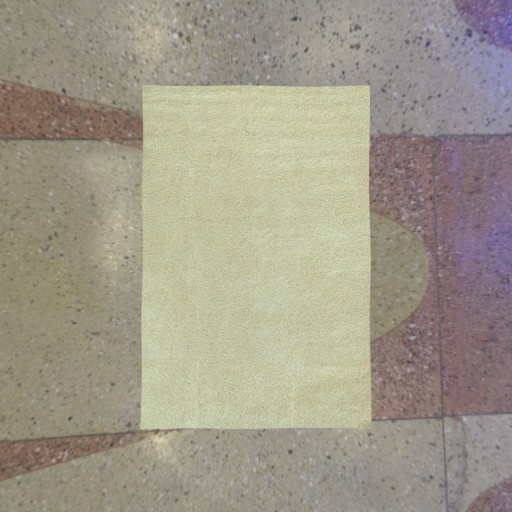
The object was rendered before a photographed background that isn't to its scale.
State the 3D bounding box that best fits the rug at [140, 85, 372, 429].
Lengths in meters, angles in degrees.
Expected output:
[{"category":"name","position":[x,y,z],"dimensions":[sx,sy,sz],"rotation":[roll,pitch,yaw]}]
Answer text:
[{"category":"rug","position":[0.000,0.000,3.486],"dimensions":[1.800,0.025,2.699],"rotation":[0,89,0]}]
